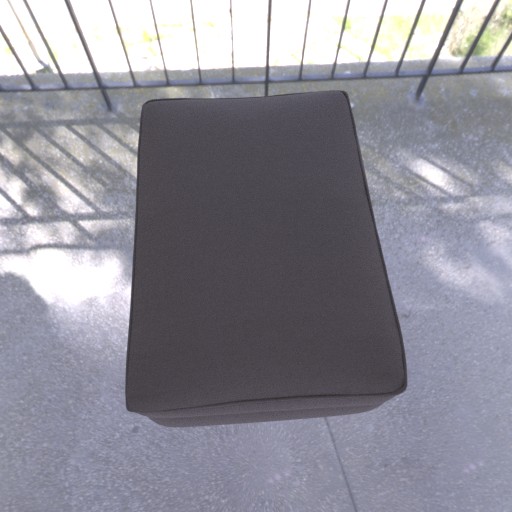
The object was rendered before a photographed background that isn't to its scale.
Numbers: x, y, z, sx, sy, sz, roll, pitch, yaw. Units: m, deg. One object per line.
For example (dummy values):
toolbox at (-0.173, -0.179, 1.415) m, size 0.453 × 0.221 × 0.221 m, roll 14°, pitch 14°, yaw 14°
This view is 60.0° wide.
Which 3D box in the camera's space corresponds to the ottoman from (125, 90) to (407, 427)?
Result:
ottoman at (0.000, 0.000, 0.984) m, size 0.508 × 0.406 × 0.686 m, roll -4°, pitch 64°, yaw -2°
